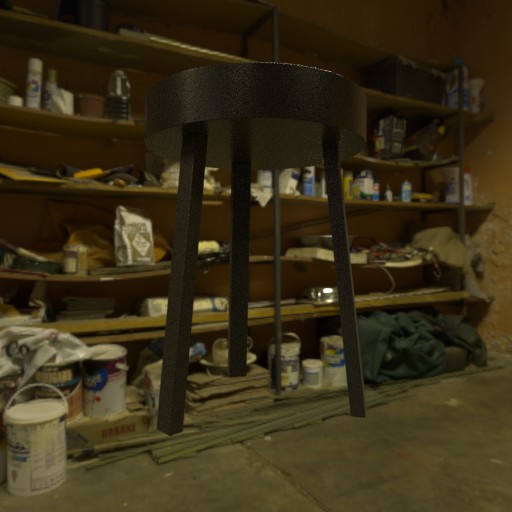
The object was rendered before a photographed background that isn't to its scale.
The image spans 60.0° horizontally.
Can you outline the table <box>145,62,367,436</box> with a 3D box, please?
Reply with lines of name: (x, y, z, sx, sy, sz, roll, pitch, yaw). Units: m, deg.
table: (0.000, 0.000, 0.841, 0.406, 0.559, 0.406, 0, 1, 0)
